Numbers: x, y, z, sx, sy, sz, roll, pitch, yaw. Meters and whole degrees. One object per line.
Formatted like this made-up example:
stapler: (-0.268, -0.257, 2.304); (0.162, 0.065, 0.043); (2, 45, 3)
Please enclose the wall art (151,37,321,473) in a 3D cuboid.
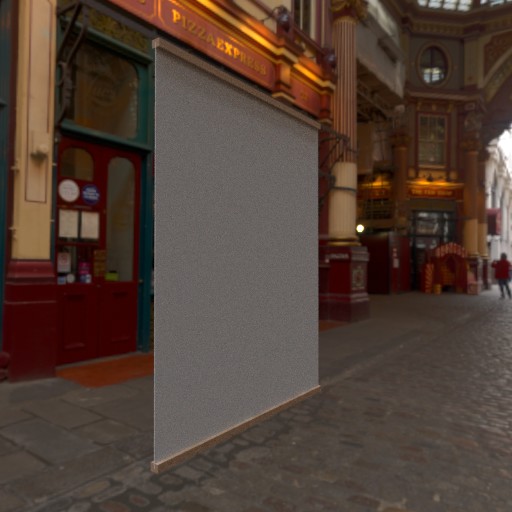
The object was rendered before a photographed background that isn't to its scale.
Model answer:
wall art: (0.000, 0.000, 0.684); (0.012, 0.508, 0.405); (-1, -1, 36)
